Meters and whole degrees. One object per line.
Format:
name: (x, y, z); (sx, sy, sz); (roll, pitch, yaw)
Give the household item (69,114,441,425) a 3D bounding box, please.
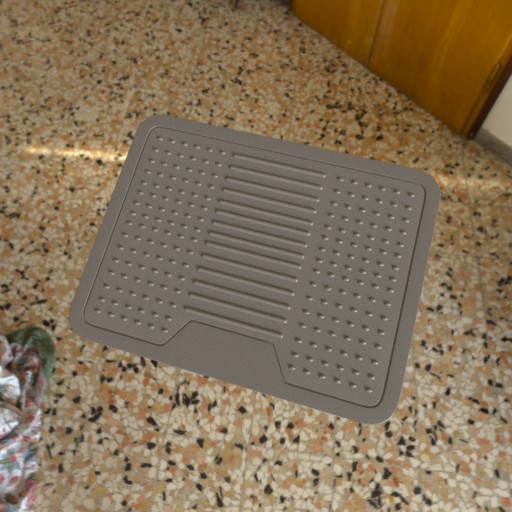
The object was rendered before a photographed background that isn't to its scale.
household item: (0.000, 0.000, 0.543); (0.390, 0.126, 0.301); (14, 61, 8)
